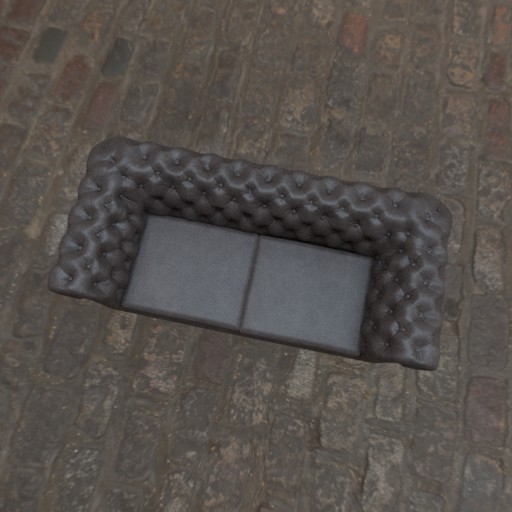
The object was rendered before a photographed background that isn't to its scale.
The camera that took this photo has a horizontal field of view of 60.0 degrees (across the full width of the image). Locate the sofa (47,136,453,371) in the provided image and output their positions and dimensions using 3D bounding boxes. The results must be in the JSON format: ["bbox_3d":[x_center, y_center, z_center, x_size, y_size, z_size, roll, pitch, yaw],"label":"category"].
[{"bbox_3d":[0.000,0.000,2.627,2.048,0.779,0.944,11,76,3],"label":"sofa"}]
